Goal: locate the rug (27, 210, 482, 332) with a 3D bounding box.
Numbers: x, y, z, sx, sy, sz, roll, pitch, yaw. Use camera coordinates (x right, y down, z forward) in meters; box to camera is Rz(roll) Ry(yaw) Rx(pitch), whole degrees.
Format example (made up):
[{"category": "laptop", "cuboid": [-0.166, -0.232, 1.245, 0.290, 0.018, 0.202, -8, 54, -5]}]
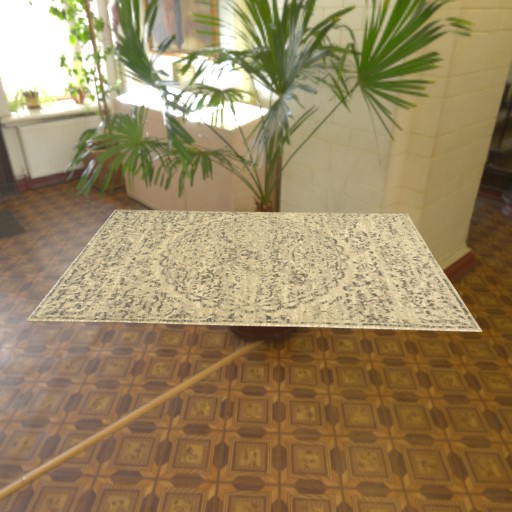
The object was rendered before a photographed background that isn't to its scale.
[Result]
[{"category": "rug", "cuboid": [0.000, 0.000, 3.043, 2.447, 0.021, 1.527, 1, 29, 2]}]
